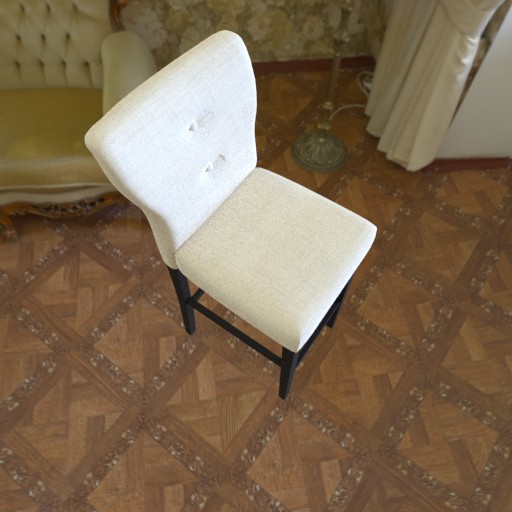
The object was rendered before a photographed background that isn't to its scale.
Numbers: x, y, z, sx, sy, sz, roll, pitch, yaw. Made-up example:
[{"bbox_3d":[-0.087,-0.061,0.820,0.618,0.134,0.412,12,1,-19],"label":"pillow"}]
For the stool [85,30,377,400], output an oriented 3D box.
[{"bbox_3d":[0.000,0.000,1.445,0.603,1.124,0.516,31,63,18],"label":"stool"}]
